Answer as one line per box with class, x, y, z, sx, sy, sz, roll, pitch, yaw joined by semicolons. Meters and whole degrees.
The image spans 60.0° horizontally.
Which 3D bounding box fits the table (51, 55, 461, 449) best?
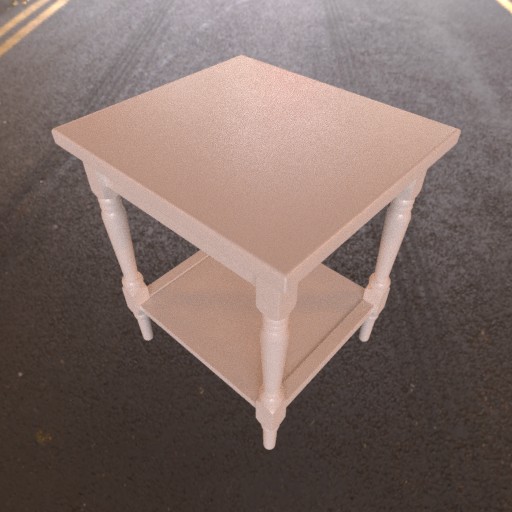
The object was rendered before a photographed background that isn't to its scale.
table;0.000;0.000;0.903;0.488;0.565;0.442;32;52;29
